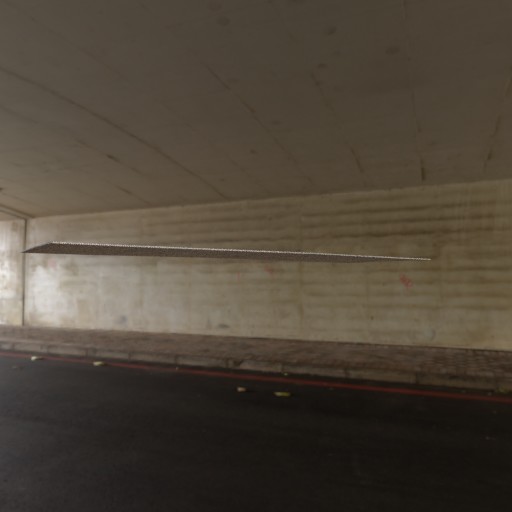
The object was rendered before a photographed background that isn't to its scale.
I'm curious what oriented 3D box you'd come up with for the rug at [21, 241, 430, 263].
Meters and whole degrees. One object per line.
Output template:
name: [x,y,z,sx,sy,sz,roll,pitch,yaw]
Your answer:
rug: [0.000,0.000,2.612,2.390,0.014,0.741,2,-4,-36]
